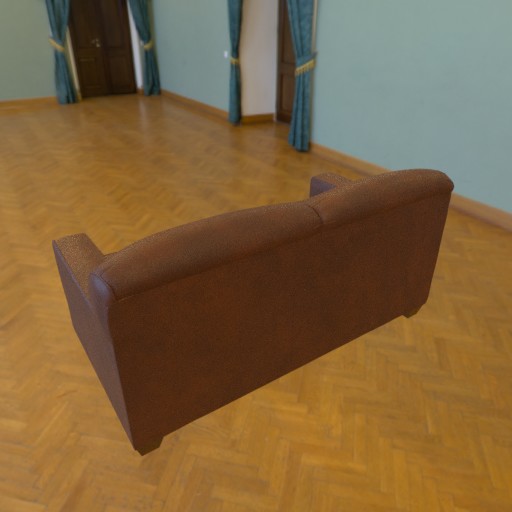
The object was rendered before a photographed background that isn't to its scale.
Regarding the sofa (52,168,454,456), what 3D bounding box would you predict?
[{"bbox_3d":[0.000,0.000,2.373,1.856,0.966,1.000,-18,34,-29],"label":"sofa"}]
